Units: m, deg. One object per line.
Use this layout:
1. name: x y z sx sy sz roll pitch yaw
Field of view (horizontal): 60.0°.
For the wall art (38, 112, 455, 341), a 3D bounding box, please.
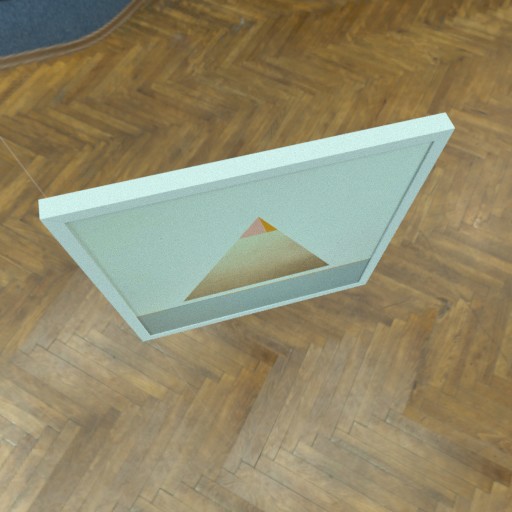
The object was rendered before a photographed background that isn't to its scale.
1. wall art: 0.000 0.000 1.144 0.768 0.765 0.041 -14 65 -7
